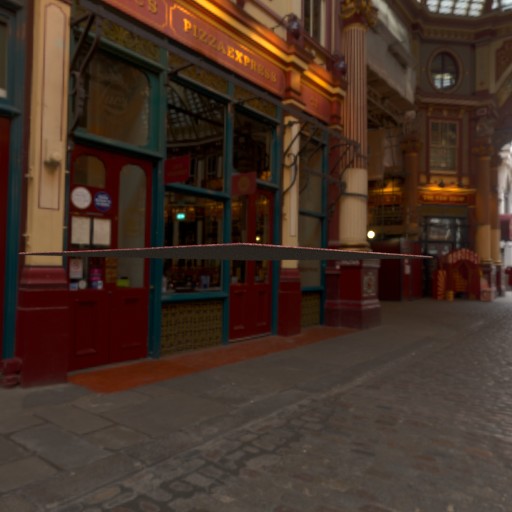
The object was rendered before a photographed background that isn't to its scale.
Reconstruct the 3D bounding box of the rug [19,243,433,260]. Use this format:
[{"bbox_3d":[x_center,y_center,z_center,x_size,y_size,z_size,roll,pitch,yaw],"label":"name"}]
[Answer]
[{"bbox_3d":[0.000,0.000,5.047,2.803,0.025,3.965,-1,-2,37],"label":"rug"}]
